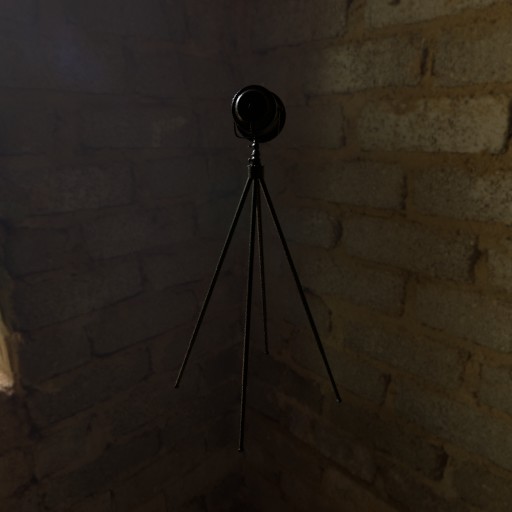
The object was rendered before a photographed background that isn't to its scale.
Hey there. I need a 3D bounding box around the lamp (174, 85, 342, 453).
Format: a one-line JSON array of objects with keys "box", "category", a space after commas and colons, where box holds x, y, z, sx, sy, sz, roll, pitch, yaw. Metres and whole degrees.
[{"box": [0.000, 0.000, 2.095, 0.879, 1.504, 0.884, 2, 16, 8], "category": "lamp"}]
